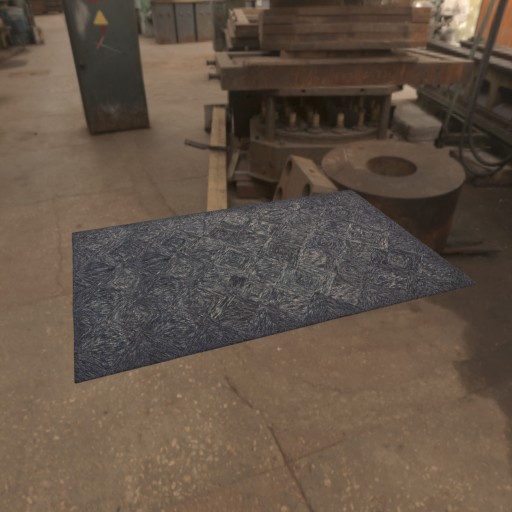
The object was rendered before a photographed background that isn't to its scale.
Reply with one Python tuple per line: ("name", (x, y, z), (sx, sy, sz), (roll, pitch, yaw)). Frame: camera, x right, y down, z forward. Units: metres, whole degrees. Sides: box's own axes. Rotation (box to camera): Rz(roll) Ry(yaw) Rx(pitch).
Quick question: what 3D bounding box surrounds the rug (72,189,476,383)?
("rug", (0.000, 0.000, 2.242), (1.754, 0.010, 1.139), (-11, 34, -17))
